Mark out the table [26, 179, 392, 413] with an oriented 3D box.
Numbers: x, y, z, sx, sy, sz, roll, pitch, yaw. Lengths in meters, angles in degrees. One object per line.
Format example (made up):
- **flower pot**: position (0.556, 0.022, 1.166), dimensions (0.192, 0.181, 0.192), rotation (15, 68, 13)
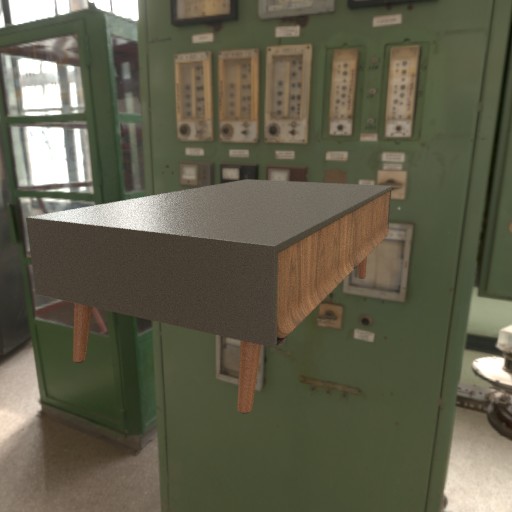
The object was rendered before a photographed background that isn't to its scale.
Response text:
- **table**: position (0.000, 0.000, 1.540), dimensions (0.703, 0.404, 1.201), rotation (7, 17, 26)
